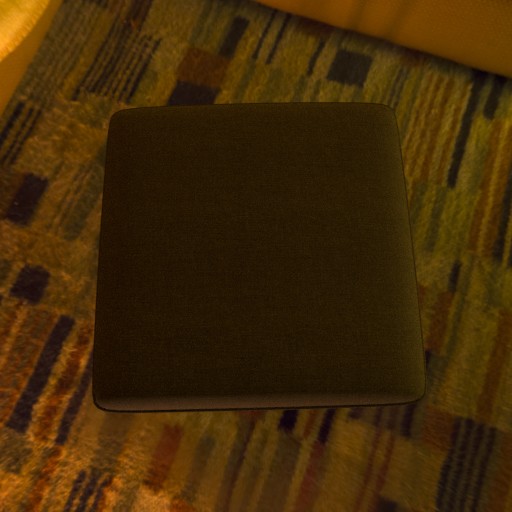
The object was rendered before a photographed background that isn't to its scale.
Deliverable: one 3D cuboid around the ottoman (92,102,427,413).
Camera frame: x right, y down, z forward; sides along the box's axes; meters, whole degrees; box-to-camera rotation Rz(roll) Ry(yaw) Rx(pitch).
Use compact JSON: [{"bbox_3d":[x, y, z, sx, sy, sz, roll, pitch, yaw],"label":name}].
[{"bbox_3d":[0.000,0.000,1.663,1.067,0.559,1.067,-1,76,0],"label":"ottoman"}]
